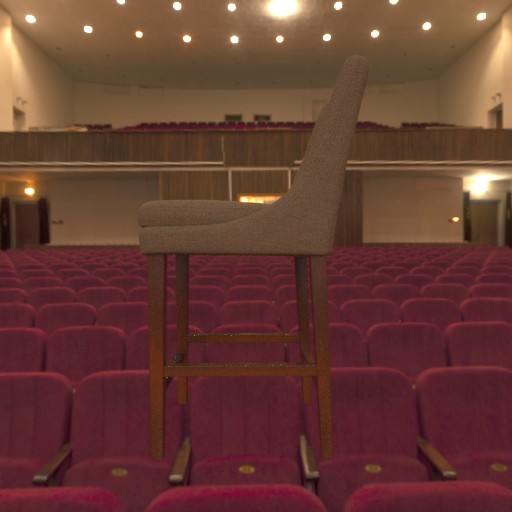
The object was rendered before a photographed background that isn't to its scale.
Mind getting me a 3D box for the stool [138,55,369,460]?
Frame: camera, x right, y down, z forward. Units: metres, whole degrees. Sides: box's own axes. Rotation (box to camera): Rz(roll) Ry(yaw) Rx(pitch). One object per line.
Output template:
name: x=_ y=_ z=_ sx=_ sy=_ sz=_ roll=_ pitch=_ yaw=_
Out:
stool: x=0.000 y=0.000 z=1.274 sx=0.577 sy=0.981 sz=0.470 roll=0 pitch=1 yaw=-1
